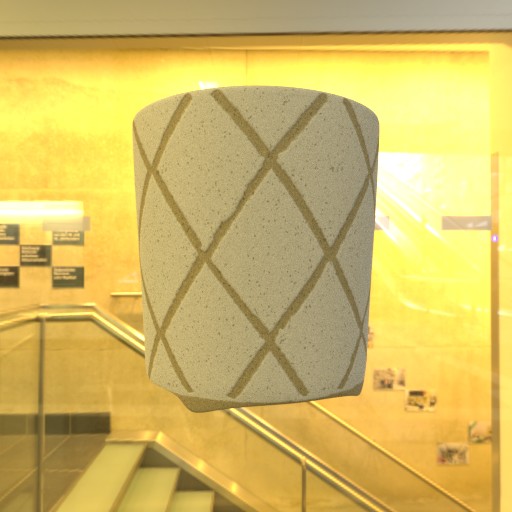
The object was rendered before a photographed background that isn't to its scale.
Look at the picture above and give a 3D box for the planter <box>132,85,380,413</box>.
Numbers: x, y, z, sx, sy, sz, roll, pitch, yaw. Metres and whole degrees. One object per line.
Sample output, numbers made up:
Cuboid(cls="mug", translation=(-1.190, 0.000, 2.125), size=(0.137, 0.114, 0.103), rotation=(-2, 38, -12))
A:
Cuboid(cls="planter", translation=(0.000, 0.000, 0.353), size=(0.191, 0.199, 0.191), rotation=(0, -1, 0))
